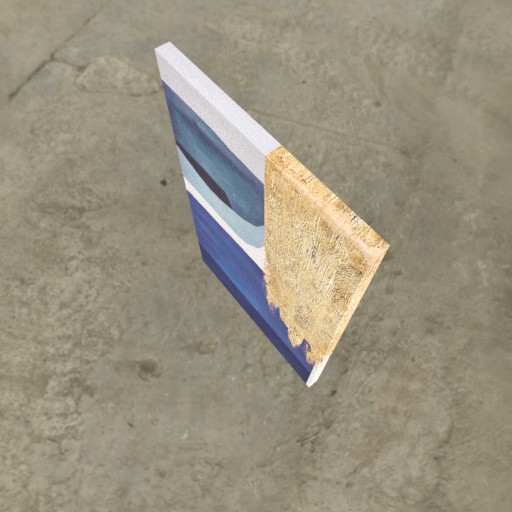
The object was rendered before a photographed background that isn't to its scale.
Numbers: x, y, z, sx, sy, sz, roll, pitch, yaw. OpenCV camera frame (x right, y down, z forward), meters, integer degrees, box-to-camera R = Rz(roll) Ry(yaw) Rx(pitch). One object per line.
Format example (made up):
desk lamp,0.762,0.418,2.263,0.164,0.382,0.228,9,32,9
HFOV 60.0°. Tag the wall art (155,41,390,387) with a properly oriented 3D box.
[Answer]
wall art,0.000,0.000,1.182,0.039,0.911,0.607,-35,67,-17
